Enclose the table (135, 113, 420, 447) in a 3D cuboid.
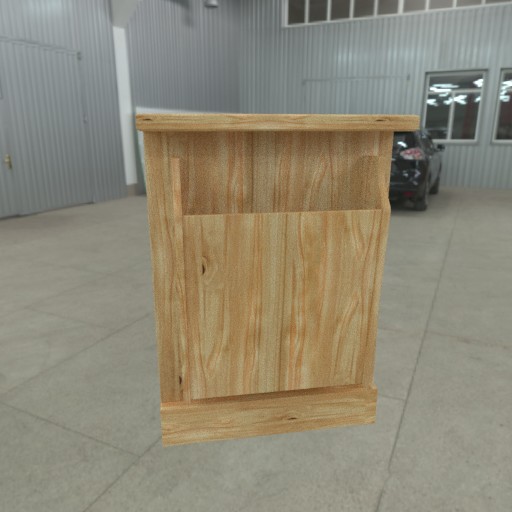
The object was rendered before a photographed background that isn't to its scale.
[{"bbox_3d":[0.000,0.000,0.869,0.380,0.515,0.530,-3,16,-9],"label":"table"}]
